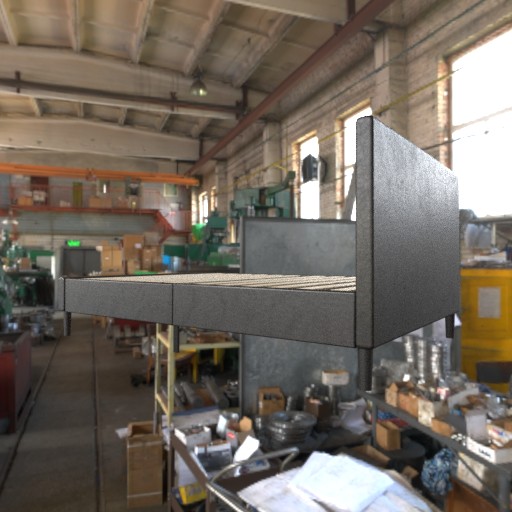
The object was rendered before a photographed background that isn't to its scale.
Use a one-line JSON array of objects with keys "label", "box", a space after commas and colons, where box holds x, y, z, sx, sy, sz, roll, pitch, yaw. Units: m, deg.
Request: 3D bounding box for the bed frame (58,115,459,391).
[{"label": "bed frame", "box": [0.000, 0.000, 2.876, 2.152, 1.046, 1.469, 0, -1, 36]}]
